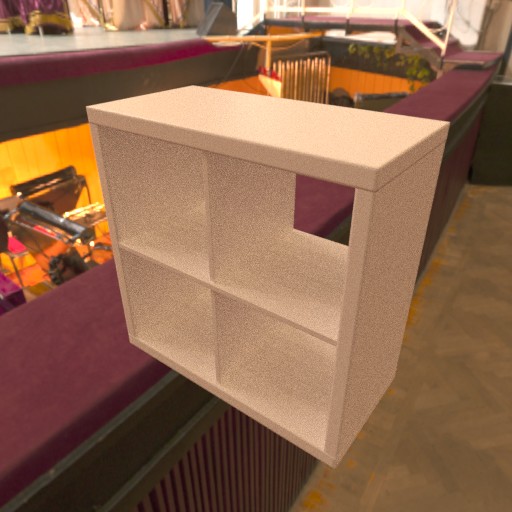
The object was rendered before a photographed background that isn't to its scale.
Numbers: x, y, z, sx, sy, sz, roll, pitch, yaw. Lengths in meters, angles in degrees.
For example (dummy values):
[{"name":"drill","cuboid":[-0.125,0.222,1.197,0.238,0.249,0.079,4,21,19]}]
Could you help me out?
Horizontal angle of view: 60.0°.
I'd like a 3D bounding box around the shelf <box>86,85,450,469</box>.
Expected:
[{"name":"shelf","cuboid":[0.000,0.000,1.256,0.790,0.786,0.390,21,36,31]}]
